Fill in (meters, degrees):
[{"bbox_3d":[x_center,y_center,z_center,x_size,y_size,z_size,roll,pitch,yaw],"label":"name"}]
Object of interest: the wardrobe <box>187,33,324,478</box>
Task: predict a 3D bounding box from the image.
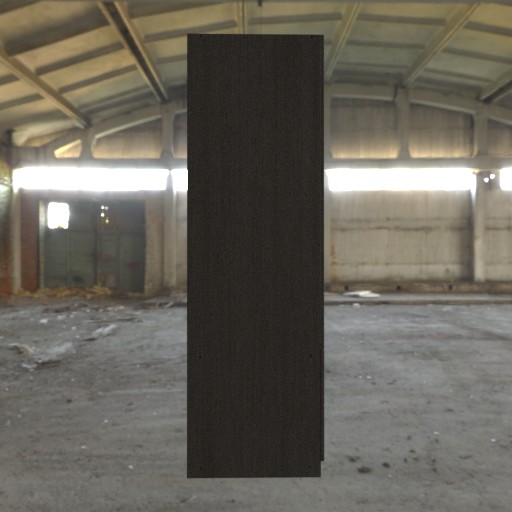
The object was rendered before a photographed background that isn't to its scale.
[{"bbox_3d":[0.000,0.000,2.299,0.577,1.808,0.991,0,0,-1],"label":"wardrobe"}]
